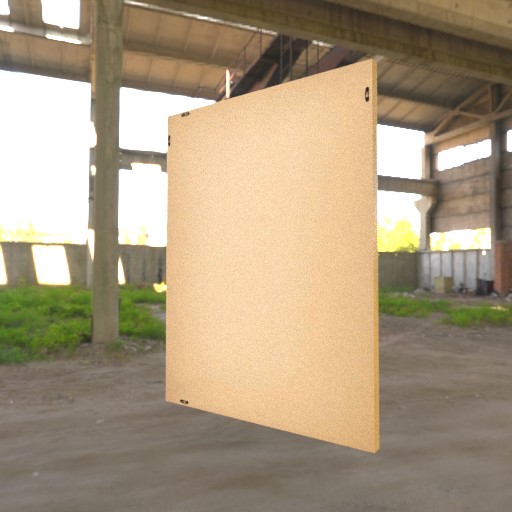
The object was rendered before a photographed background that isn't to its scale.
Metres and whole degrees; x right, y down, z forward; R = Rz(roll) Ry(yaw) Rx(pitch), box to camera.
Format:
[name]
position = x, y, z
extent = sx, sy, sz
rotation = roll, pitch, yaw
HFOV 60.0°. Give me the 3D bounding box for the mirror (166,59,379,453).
[mirror]
position = 0.000, 0.000, 1.374
extent = 0.762, 1.016, 0.041
rotation = -1, -2, 35
